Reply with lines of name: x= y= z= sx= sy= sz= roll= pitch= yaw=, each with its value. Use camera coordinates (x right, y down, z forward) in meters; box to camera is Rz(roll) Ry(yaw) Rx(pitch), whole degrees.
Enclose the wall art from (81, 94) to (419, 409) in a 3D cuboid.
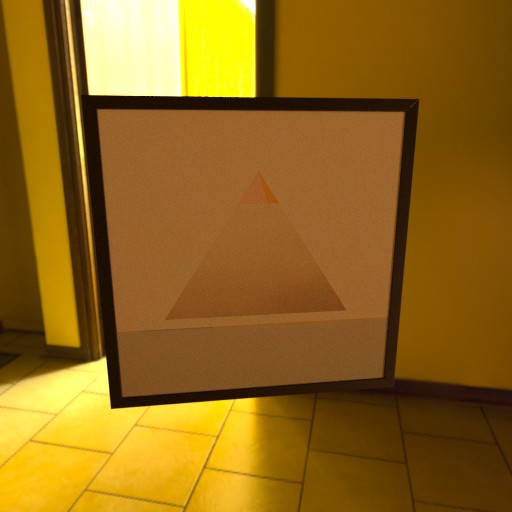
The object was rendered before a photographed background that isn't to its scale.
wall art: x=0.000 y=0.000 z=0.451 sx=0.304 sy=0.303 sz=0.037 roll=-2 pitch=15 yaw=-8
